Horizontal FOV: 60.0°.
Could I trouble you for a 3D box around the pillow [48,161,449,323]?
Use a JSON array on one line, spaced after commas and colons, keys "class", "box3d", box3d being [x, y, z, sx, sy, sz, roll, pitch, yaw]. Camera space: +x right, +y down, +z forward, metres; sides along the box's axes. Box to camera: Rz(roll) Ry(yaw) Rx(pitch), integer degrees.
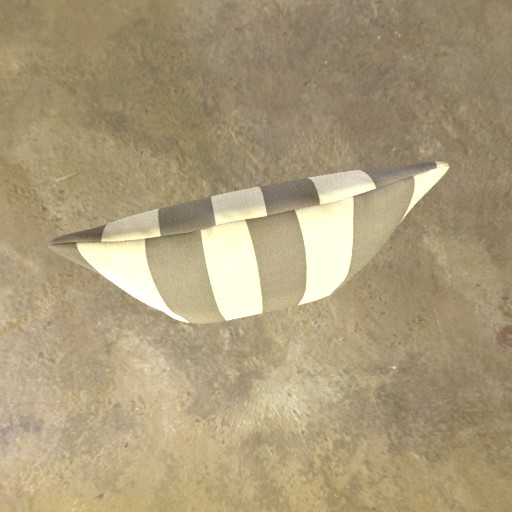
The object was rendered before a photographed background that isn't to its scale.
[{"class": "pillow", "box3d": [0.000, 0.000, 0.800, 0.522, 0.507, 0.192, -12, 76, -3]}]
